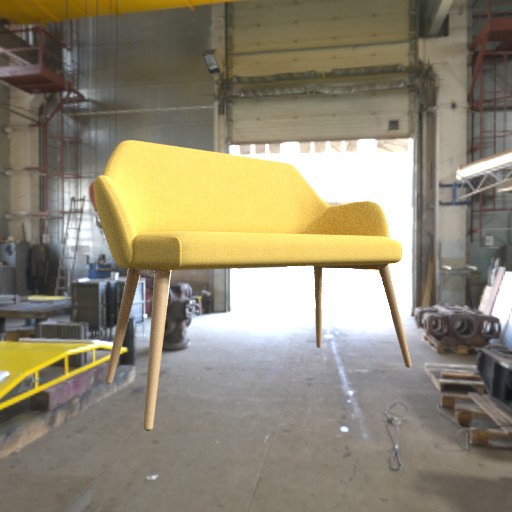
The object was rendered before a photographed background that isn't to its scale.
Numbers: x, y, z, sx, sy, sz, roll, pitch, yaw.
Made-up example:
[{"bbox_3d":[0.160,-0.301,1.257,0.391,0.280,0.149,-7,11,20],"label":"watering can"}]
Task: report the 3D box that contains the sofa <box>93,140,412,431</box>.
[{"bbox_3d":[0.000,0.000,1.591,1.150,0.840,0.610,-1,1,-35],"label":"sofa"}]
